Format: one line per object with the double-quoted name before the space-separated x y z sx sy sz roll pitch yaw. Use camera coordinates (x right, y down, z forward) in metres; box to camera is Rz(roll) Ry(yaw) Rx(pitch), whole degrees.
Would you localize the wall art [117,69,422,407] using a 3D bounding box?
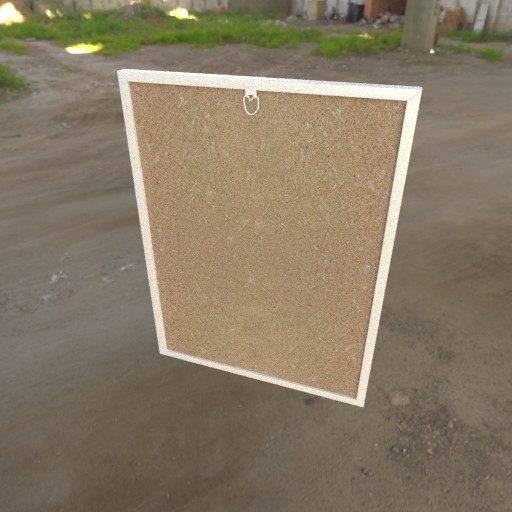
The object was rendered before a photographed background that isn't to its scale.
"wall art" 0.000 0.000 1.400 0.805 1.056 0.042 10 33 16
